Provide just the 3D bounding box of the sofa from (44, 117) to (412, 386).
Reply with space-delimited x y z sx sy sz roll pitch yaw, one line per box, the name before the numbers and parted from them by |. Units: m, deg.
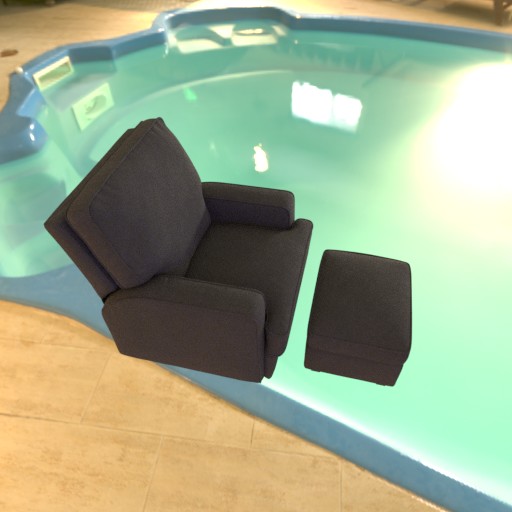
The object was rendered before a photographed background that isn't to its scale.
sofa | 0.000 0.000 2.048 1.472 0.959 0.861 10 46 10
